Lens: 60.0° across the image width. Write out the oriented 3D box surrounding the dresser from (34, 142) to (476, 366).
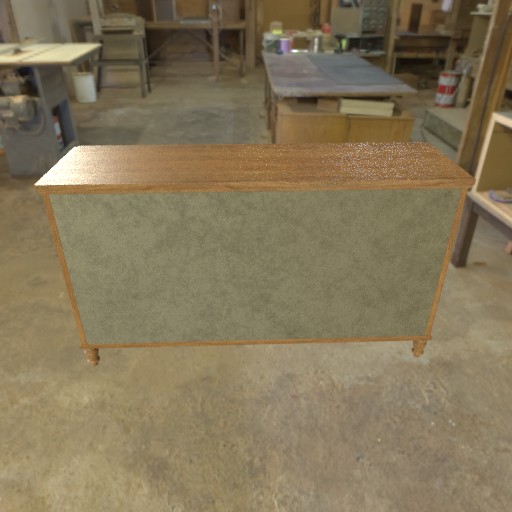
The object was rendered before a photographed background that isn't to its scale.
[{"bbox_3d":[0.000,0.000,2.013,1.583,0.892,0.468,-1,31,-2],"label":"dresser"}]
